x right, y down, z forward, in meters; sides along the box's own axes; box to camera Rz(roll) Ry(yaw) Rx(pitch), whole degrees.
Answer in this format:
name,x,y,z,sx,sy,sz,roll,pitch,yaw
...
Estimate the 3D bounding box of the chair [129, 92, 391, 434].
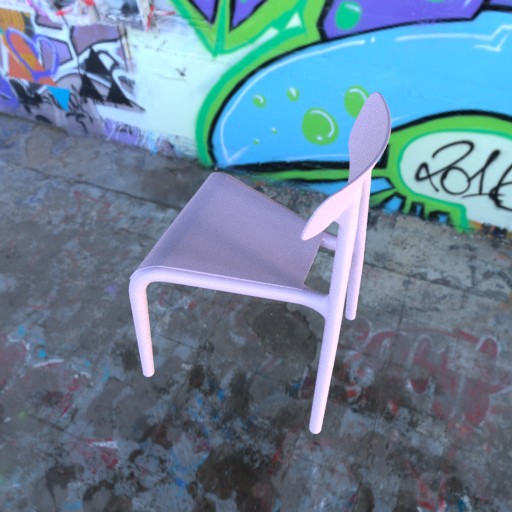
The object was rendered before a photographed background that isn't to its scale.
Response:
name,x,y,z,sx,sy,sz,roll,pitch,yaw
chair,0.000,0.000,0.826,0.401,0.580,0.356,16,49,15
